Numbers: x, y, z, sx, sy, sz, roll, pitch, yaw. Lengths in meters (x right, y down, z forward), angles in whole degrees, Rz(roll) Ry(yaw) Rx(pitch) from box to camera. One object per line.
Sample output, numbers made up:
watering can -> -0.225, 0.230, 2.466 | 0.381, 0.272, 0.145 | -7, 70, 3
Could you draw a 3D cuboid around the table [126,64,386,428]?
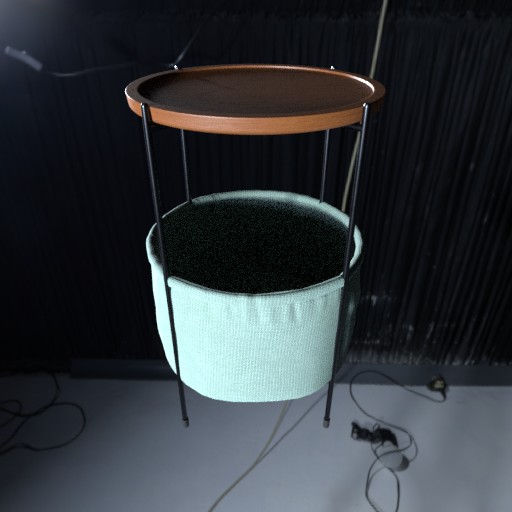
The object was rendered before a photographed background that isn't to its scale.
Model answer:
table -> 0.000, 0.000, 0.837 | 0.400, 0.623, 0.400 | 0, 32, 0
